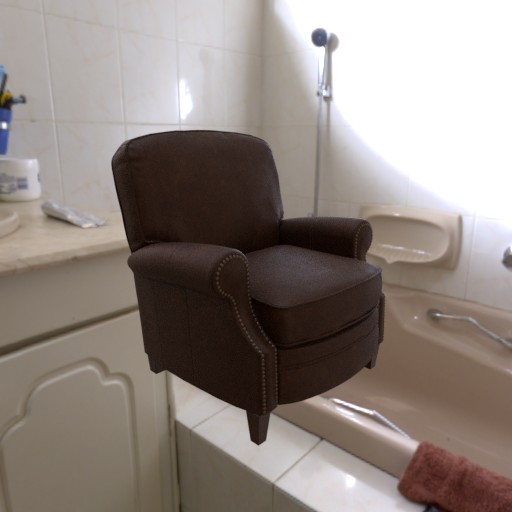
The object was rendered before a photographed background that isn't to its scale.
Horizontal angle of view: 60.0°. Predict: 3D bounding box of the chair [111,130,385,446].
[{"bbox_3d":[0.000,0.000,1.843,0.986,1.018,0.936,14,20,43],"label":"chair"}]
